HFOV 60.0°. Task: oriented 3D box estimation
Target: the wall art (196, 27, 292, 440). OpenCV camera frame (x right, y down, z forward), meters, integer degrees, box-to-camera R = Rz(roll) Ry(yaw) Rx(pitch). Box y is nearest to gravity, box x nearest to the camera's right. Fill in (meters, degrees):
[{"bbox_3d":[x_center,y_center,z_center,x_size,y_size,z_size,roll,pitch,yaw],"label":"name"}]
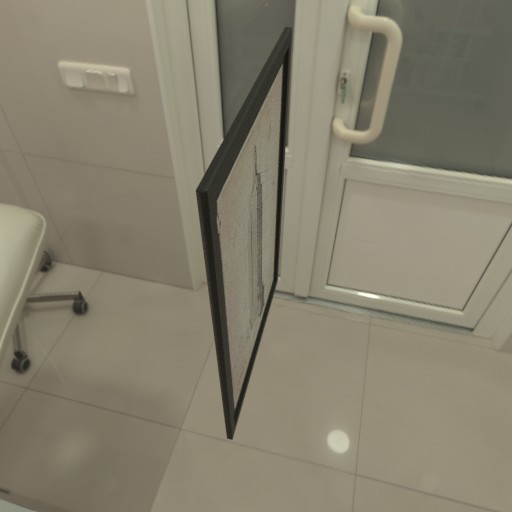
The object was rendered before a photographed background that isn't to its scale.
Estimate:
[{"bbox_3d":[0.000,0.000,0.839,0.012,0.661,0.451,10,48,10],"label":"wall art"}]
